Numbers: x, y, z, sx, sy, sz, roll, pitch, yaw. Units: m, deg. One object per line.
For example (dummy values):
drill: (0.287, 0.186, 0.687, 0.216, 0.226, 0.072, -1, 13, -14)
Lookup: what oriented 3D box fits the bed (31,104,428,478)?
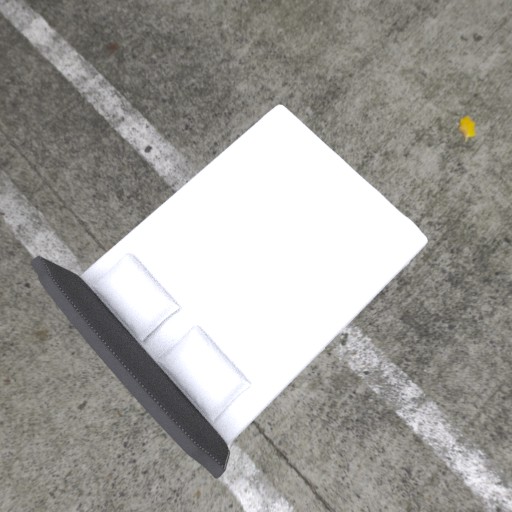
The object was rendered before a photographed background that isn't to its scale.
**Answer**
bed: (0.000, 0.000, 2.897, 1.999, 1.270, 1.558, -43, 80, -9)
